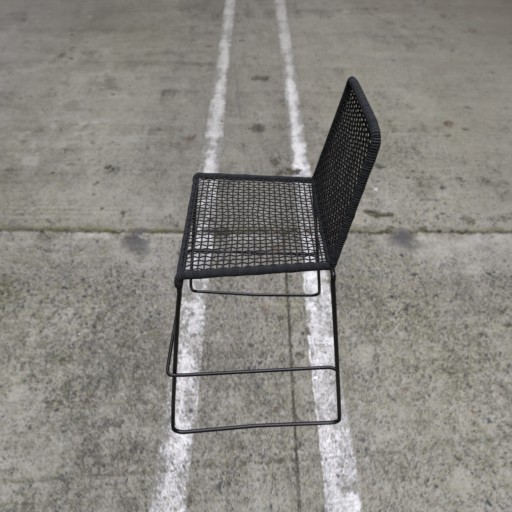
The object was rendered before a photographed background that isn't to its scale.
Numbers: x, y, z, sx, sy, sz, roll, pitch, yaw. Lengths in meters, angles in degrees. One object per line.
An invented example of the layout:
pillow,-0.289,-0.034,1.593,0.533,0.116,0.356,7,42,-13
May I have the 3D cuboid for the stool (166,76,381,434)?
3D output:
stool,0.000,0.000,1.243,0.509,0.905,0.590,0,42,0
